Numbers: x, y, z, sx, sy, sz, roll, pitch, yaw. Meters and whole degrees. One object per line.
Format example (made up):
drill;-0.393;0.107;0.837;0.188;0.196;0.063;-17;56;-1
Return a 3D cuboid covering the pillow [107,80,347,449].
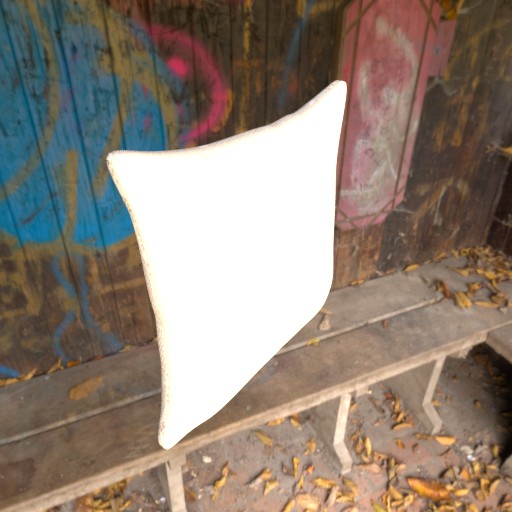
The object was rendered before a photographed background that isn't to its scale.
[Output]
pillow;0.000;0.000;0.658;0.138;0.432;0.436;22;38;31
